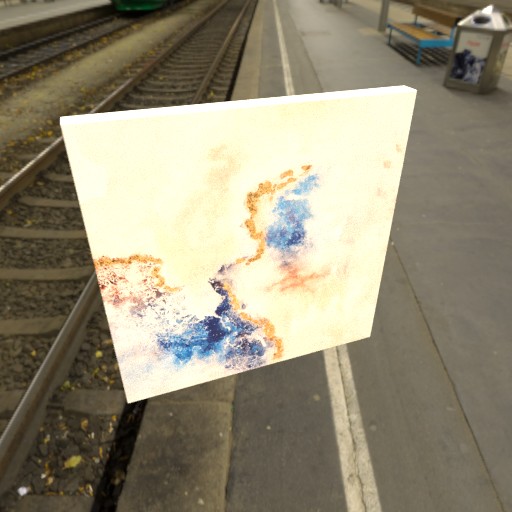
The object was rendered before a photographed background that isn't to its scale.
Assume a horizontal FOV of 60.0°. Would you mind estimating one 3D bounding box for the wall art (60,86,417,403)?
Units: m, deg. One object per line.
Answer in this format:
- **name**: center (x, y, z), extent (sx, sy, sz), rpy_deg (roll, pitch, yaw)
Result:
- **wall art**: center (0.000, 0.000, 1.569), extent (1.061, 1.061, 0.071), rpy_deg (-11, 35, -17)
